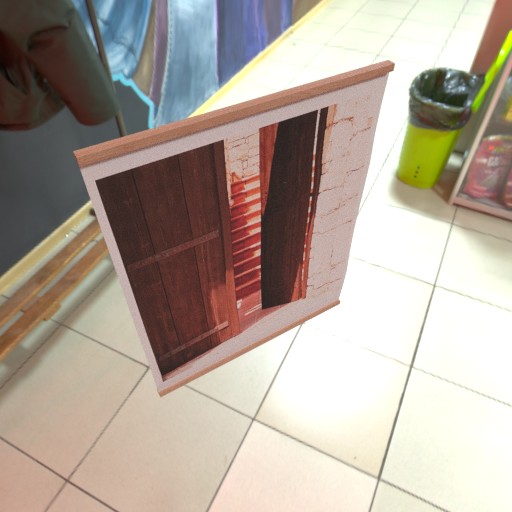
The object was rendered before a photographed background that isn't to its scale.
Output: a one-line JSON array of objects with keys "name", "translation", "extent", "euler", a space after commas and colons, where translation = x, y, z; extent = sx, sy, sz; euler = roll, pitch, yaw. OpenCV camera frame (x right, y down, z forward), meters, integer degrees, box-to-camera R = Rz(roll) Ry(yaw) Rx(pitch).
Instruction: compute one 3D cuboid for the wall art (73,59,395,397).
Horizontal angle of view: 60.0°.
[{"name": "wall art", "translation": [0.000, 0.000, 0.683], "extent": [0.406, 0.508, 0.013], "euler": [-24, 51, -20]}]
